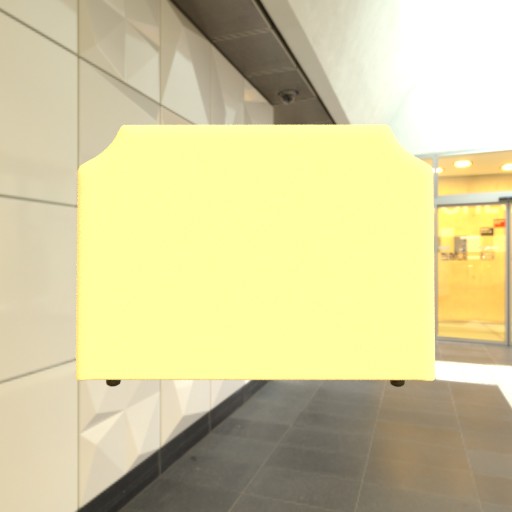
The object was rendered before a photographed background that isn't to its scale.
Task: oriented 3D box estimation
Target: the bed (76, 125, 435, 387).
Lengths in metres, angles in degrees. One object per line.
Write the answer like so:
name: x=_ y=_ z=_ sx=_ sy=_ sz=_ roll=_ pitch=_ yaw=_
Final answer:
bed: x=0.000 y=0.000 z=3.799 sx=2.134 sy=1.524 sz=2.548 roll=0 pitch=0 yaw=0
